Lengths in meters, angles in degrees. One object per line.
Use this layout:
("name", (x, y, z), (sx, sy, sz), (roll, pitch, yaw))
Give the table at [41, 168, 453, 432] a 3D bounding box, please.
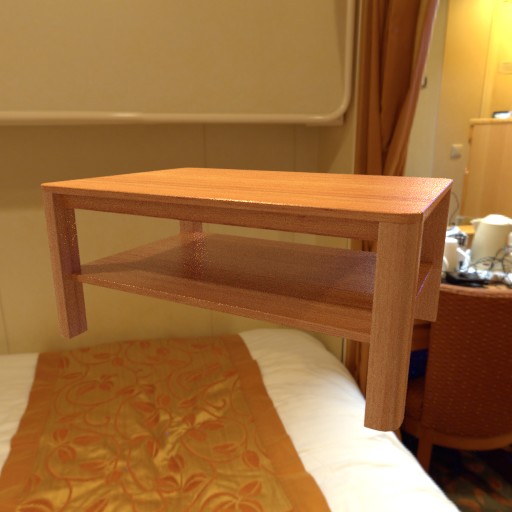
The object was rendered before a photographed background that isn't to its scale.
("table", (0.000, 0.000, 1.334), (0.997, 0.445, 0.696), (8, 17, 27))
